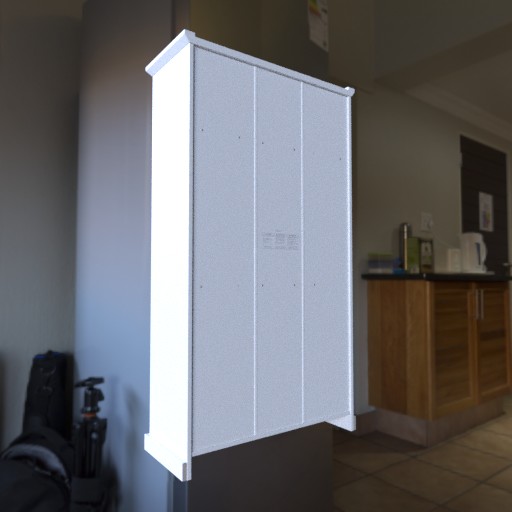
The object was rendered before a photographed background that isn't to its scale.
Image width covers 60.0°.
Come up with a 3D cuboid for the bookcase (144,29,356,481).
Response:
[{"bbox_3d":[0.000,0.000,2.314,1.050,1.880,0.432,2,-3,-36],"label":"bookcase"}]
